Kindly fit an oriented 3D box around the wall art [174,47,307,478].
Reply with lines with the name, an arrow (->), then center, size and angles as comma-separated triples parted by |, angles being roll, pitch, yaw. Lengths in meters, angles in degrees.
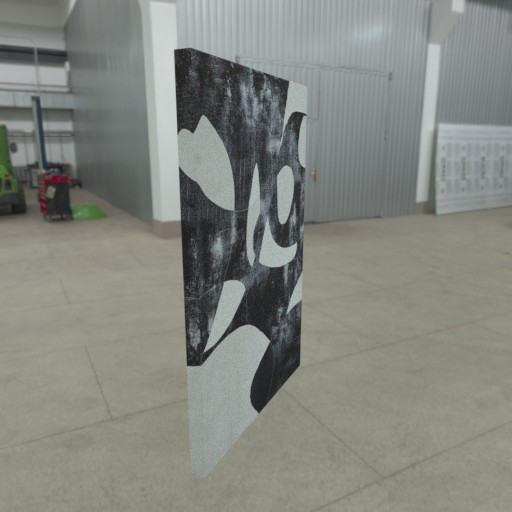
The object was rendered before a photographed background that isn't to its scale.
wall art -> 0.000, 0.000, 1.184 | 0.041, 0.915, 0.610 | 7, 15, 26
